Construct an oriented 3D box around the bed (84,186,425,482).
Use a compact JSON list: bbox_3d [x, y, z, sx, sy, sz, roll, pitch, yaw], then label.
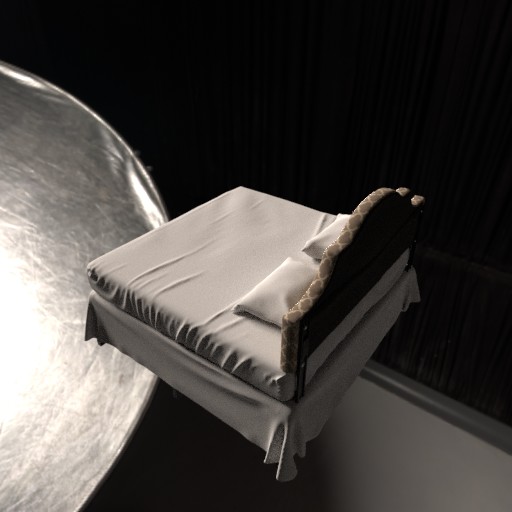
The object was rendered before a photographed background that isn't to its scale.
[{"bbox_3d":[0.000,0.000,3.681,2.222,1.601,2.314,22,38,31],"label":"bed"}]
